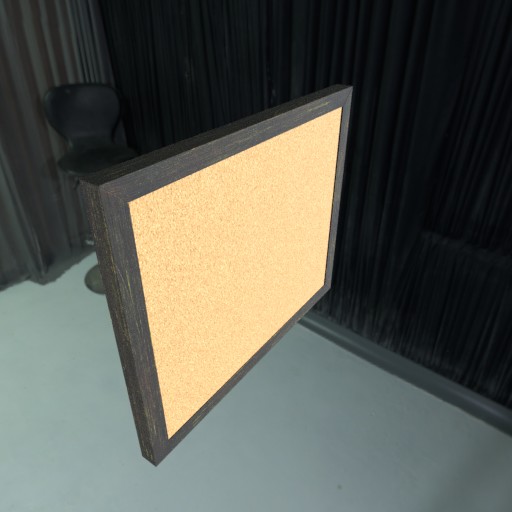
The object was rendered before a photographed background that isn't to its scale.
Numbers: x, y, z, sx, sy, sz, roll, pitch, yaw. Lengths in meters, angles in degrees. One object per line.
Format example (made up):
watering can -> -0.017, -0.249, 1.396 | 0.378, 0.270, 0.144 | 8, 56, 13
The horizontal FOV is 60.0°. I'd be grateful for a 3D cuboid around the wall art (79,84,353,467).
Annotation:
wall art -> 0.000, 0.000, 0.746 | 0.032, 0.457, 0.558 | 21, 38, 30
